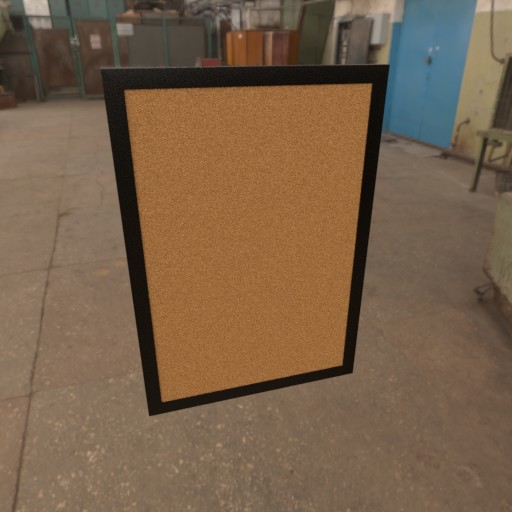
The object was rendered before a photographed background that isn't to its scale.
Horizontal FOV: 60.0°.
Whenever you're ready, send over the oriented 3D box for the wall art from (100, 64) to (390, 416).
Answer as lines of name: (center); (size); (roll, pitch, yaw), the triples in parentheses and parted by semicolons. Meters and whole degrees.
wall art: (0.000, 0.000, 0.832); (0.462, 0.656, 0.019); (-7, 27, -15)
